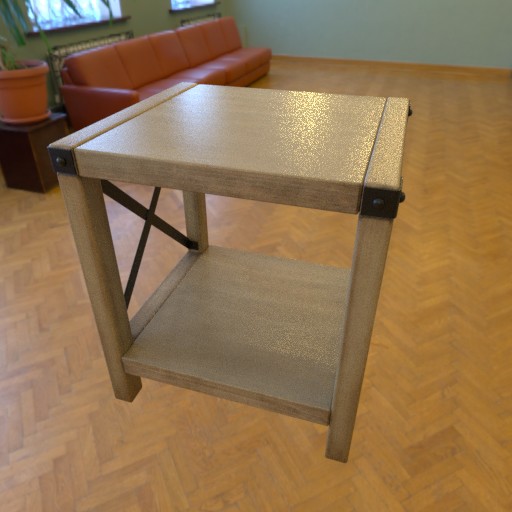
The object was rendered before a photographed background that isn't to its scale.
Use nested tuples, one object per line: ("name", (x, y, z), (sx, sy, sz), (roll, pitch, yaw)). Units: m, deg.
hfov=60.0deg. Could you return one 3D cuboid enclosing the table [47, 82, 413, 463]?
("table", (0.000, 0.000, 0.906), (0.510, 0.561, 0.459), (10, 34, 15))
